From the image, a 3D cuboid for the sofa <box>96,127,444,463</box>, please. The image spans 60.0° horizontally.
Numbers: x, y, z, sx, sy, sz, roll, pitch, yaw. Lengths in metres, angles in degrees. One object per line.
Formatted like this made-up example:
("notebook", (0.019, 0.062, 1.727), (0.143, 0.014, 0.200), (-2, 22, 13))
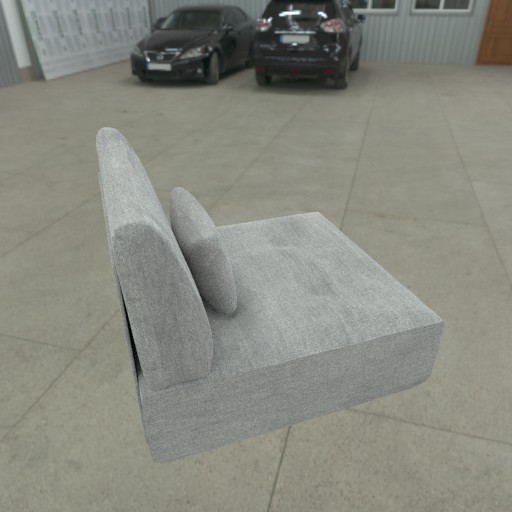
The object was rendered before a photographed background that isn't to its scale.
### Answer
("sofa", (0.000, 0.000, 1.647), (1.000, 0.820, 0.930), (-10, 32, -17))
